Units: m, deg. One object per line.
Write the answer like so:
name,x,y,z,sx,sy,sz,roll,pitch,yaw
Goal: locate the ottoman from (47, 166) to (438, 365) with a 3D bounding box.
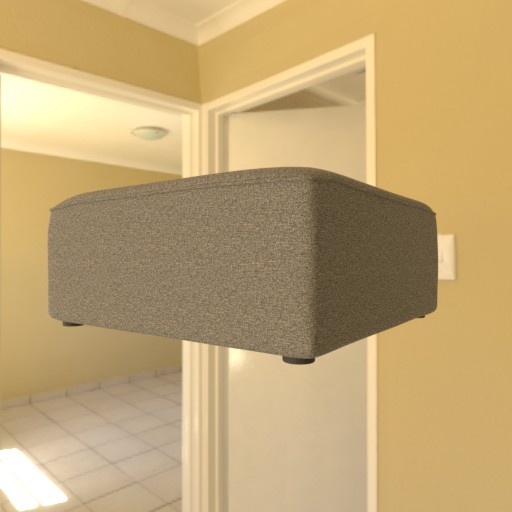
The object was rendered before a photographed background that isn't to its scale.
ottoman,0.000,0.000,1.585,1.015,0.464,1.005,0,0,36
